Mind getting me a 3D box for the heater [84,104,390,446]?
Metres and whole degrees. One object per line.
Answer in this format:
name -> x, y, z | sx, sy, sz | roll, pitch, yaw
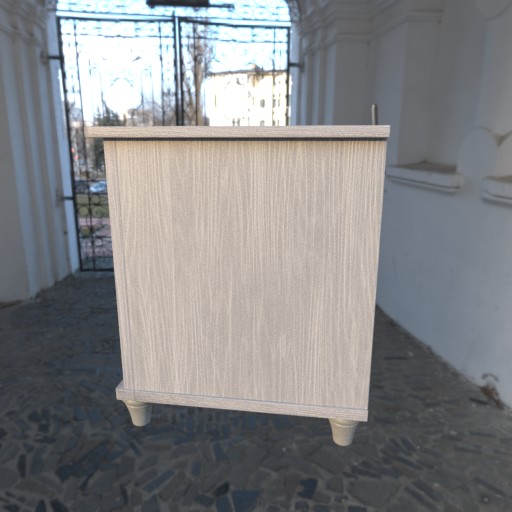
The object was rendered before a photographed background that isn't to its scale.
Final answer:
heater -> 0.000, 0.000, 0.747 | 0.400, 0.481, 0.362 | 2, 15, 8
